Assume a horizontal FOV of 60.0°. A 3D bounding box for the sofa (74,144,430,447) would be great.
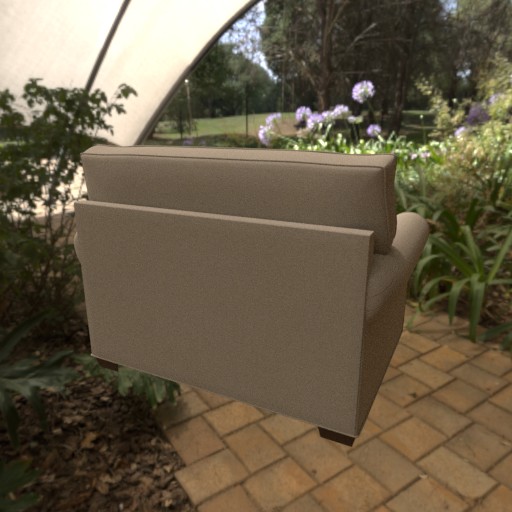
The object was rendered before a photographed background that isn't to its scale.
[{"bbox_3d":[0.000,0.000,2.050,1.405,1.006,0.937,8,19,25],"label":"sofa"}]
